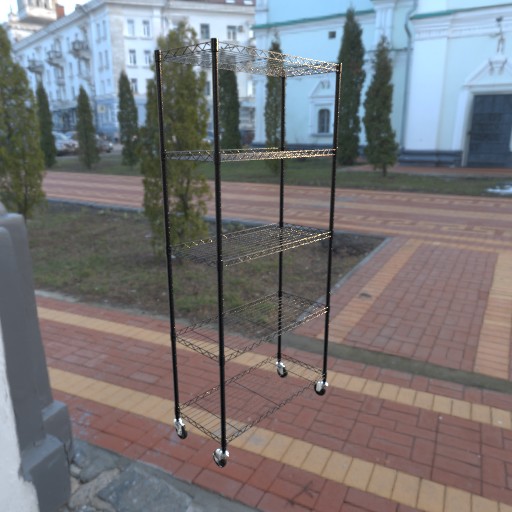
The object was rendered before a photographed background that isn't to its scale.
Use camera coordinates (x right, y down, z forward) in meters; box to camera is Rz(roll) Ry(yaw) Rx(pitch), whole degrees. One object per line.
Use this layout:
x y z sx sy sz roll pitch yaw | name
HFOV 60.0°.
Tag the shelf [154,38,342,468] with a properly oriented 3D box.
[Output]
0.000 0.000 1.990 0.356 1.645 0.762 14 21 41 | shelf
